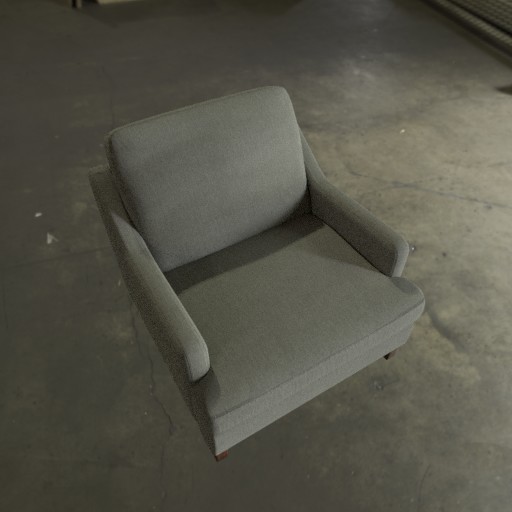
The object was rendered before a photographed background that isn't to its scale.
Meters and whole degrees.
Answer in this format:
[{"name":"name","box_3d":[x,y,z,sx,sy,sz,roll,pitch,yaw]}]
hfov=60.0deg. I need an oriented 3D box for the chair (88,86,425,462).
[{"name":"chair","box_3d":[0.000,0.000,1.536,0.826,0.821,0.892,-23,50,-21]}]
